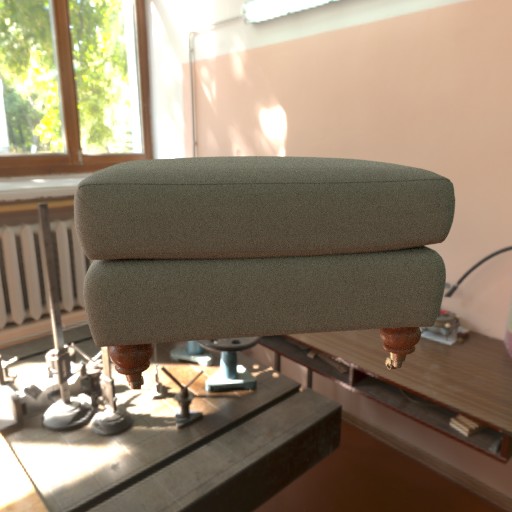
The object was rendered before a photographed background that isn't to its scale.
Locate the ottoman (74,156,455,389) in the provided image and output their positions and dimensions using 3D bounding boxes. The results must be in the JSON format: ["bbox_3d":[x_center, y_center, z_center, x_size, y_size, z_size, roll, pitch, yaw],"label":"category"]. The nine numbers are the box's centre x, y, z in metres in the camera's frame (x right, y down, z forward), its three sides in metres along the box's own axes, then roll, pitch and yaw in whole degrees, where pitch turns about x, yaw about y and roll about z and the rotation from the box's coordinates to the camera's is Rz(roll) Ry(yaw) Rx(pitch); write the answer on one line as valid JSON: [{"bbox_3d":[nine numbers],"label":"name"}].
[{"bbox_3d":[0.000,0.000,1.150,0.773,0.504,0.569,-2,14,-8],"label":"ottoman"}]
